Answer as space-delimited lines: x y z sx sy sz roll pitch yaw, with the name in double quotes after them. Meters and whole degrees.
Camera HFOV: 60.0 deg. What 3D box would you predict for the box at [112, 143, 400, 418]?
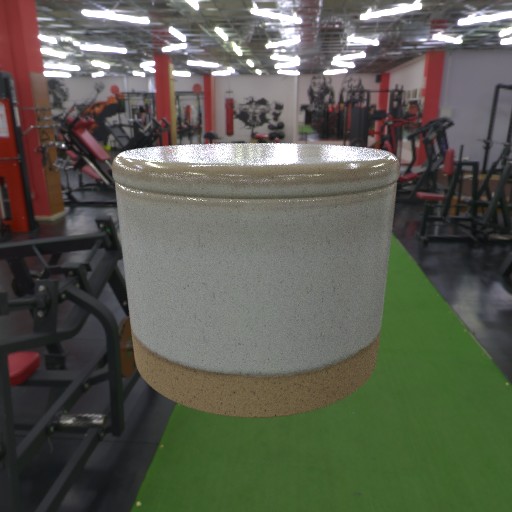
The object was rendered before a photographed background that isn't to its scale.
0.000 0.000 0.264 0.154 0.123 0.154 0 18 0 "box"
